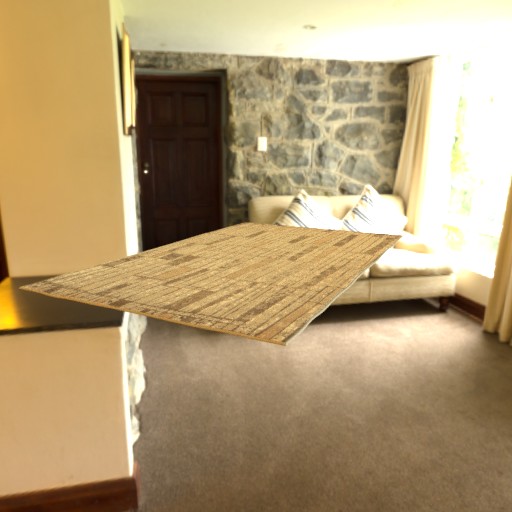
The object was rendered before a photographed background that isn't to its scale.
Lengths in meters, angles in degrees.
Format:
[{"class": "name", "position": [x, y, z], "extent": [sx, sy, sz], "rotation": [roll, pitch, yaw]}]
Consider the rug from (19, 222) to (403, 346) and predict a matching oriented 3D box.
[{"class": "rug", "position": [0.000, 0.000, 3.022], "extent": [1.531, 0.023, 2.444], "rotation": [7, 15, 27]}]
